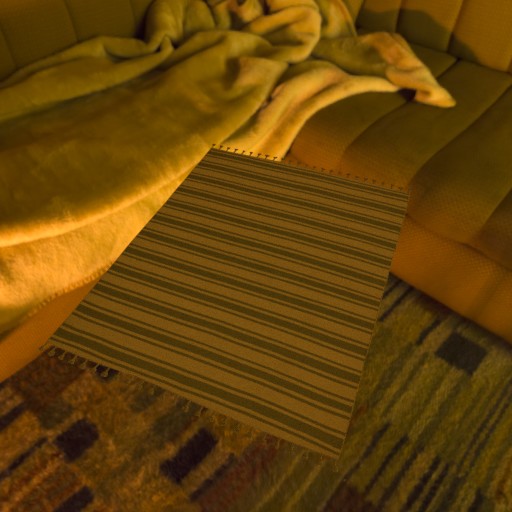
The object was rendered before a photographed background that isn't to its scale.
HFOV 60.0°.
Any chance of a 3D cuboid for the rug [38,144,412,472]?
[{"bbox_3d":[0.000,0.000,4.198,2.439,0.005,3.201,17,49,15],"label":"rug"}]
